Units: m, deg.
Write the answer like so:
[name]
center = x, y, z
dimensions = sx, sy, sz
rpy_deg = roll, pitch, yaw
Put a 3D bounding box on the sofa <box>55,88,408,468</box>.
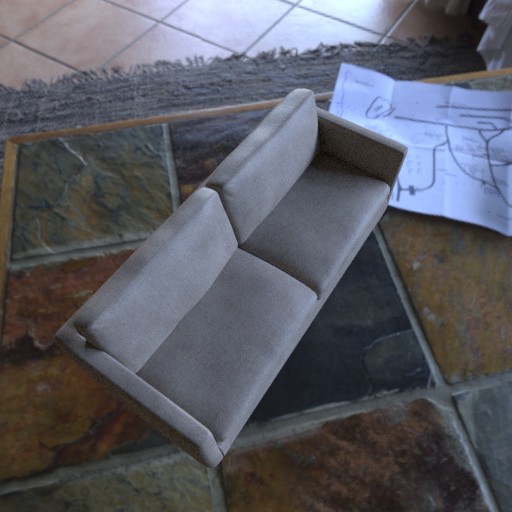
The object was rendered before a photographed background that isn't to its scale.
[sofa]
center = 0.000, 0.000, 2.724
dimensions = 0.951, 0.965, 2.208
rpy_deg = 30, 62, 17
